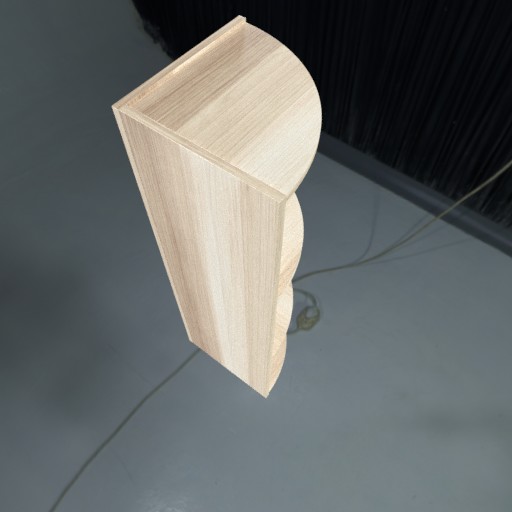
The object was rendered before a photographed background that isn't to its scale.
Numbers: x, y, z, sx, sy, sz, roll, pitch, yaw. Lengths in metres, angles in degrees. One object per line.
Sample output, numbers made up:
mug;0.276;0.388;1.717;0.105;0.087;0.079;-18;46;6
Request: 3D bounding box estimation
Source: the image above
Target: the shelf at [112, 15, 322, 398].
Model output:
shelf;0.000;0.000;1.006;0.290;0.872;0.290;32;63;19
